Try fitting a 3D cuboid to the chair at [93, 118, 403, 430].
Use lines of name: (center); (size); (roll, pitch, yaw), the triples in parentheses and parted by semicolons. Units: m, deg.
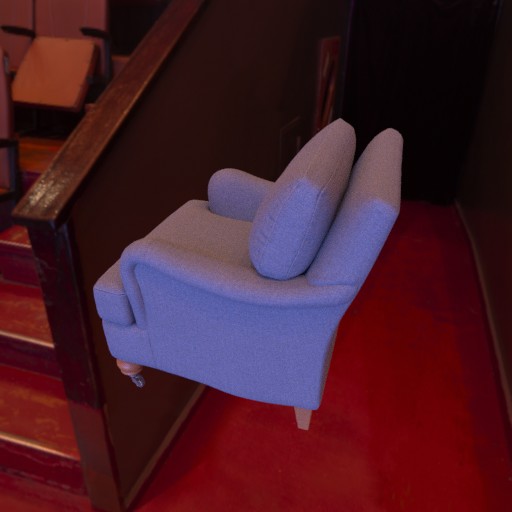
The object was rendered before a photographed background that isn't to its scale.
chair: (0.000, 0.000, 1.905); (1.070, 1.038, 0.955); (8, 30, 15)
